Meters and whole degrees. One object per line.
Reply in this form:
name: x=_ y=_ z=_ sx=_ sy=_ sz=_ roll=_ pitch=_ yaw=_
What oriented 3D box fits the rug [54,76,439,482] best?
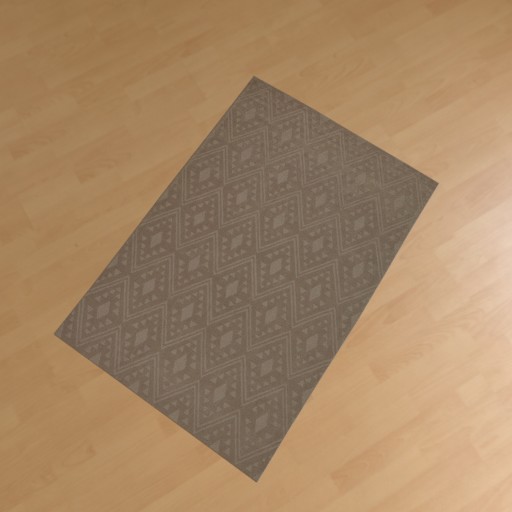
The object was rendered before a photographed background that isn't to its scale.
rug: x=0.000 y=0.000 z=2.360 sx=1.252 sy=0.034 sz=1.829 roll=33 pitch=78 yaw=8
